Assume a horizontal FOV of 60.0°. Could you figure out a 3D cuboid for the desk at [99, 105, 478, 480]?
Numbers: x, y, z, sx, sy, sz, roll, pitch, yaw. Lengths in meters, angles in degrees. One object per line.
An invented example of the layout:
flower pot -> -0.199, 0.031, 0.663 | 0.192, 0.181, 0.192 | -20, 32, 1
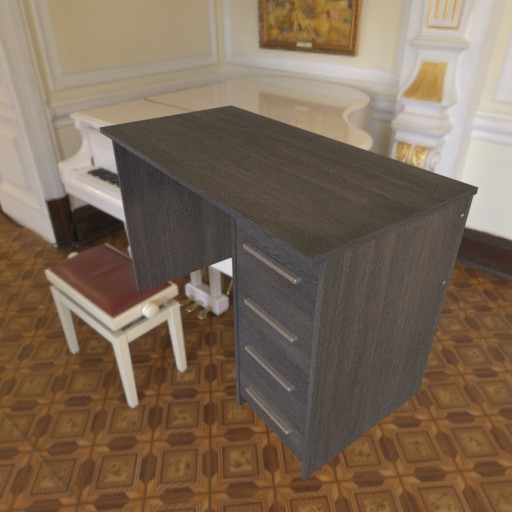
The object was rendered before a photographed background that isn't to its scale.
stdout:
desk -> 0.000, 0.000, 1.519 | 0.560, 0.730, 1.096 | -21, 37, -31
